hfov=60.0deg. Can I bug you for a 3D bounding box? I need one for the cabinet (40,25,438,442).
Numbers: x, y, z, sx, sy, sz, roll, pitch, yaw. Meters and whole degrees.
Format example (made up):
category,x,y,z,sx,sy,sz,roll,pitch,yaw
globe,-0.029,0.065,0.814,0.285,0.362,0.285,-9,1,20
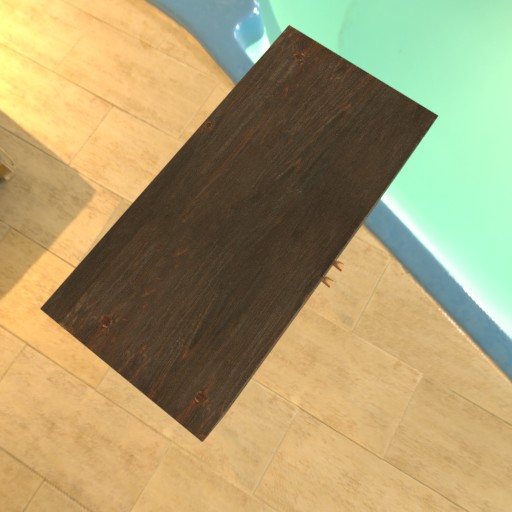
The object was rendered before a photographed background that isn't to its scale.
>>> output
category,x,y,z,sx,sy,sz,roll,pitch,yaw
cabinet,0.000,0.000,1.556,0.529,0.897,1.023,36,78,9
